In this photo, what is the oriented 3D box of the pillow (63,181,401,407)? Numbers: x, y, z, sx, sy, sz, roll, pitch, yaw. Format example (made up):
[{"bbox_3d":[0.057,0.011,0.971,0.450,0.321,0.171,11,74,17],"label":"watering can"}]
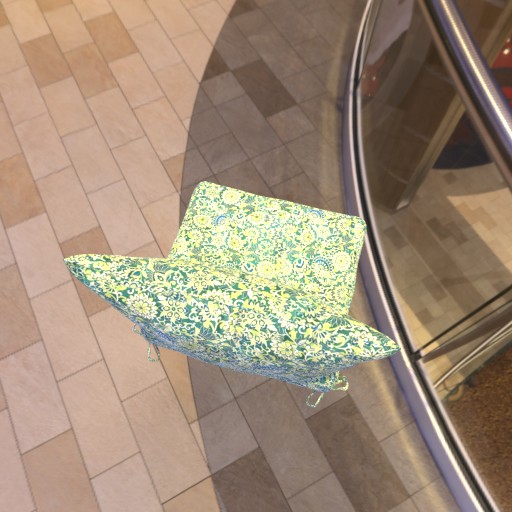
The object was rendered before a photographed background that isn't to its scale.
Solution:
[{"bbox_3d":[0.000,0.000,1.387,0.798,0.722,0.740,14,65,7],"label":"pillow"}]
